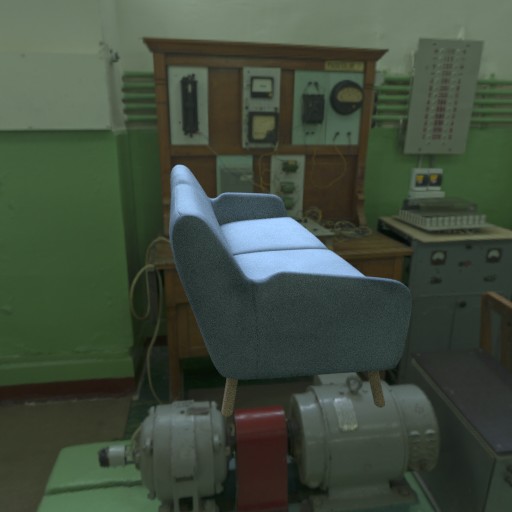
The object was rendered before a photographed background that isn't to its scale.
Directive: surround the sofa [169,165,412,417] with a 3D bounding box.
[{"bbox_3d":[0.000,0.000,2.322,0.850,0.810,1.870,-3,17,-10],"label":"sofa"}]
